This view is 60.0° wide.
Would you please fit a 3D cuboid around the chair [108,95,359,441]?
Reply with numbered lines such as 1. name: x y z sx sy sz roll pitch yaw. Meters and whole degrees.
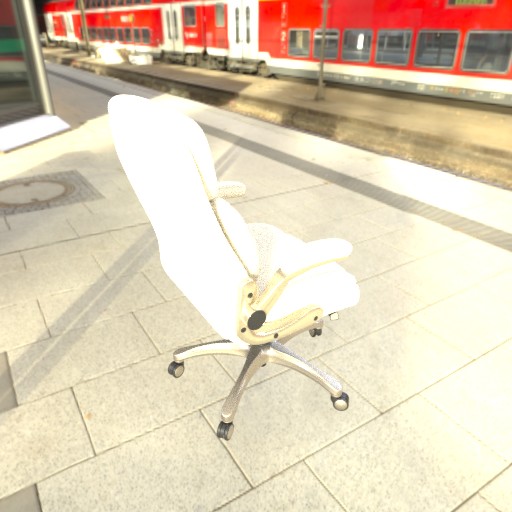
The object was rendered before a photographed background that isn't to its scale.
1. chair: 0.000 0.000 1.600 0.794 1.110 0.740 -18 32 -30
